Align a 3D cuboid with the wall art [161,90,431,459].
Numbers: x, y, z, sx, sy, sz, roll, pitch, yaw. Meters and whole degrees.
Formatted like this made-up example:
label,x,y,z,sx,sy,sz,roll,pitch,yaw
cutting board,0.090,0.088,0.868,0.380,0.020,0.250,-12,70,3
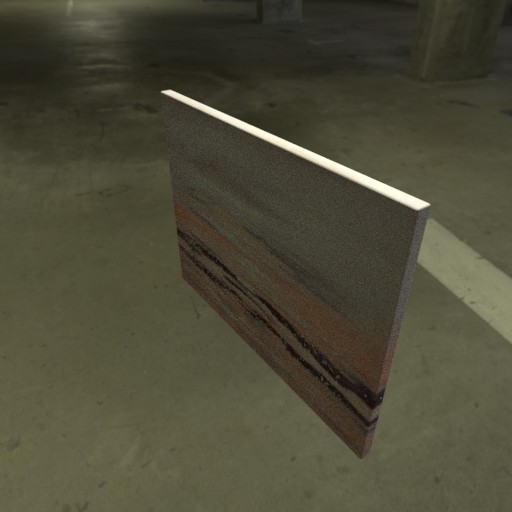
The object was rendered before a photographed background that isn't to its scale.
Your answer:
label,x,y,z,sx,sy,sz,roll,pitch,yaw
wall art,0.000,0.000,1.333,0.038,0.763,1.015,-22,40,-29
